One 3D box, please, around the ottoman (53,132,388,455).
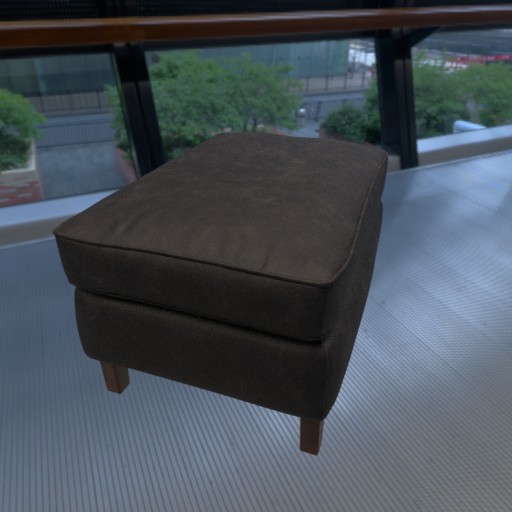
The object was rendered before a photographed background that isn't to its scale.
[{"bbox_3d":[0.000,0.000,0.975,0.501,0.413,0.665,10,31,18],"label":"ottoman"}]
